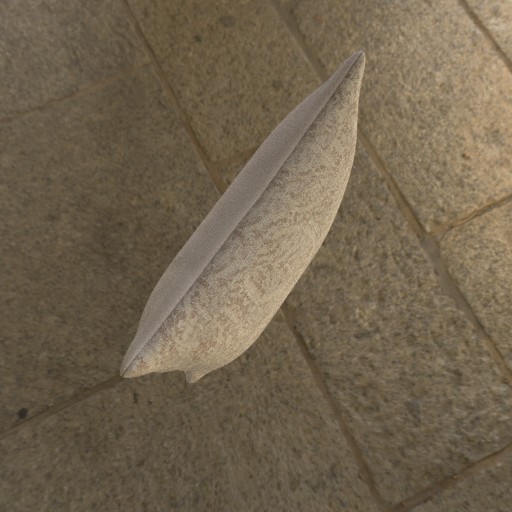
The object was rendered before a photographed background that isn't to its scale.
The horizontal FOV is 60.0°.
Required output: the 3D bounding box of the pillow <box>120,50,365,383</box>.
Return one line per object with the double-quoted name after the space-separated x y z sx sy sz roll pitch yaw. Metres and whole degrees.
0.000 0.000 0.784 0.166 0.510 0.523 34 77 9 "pillow"
